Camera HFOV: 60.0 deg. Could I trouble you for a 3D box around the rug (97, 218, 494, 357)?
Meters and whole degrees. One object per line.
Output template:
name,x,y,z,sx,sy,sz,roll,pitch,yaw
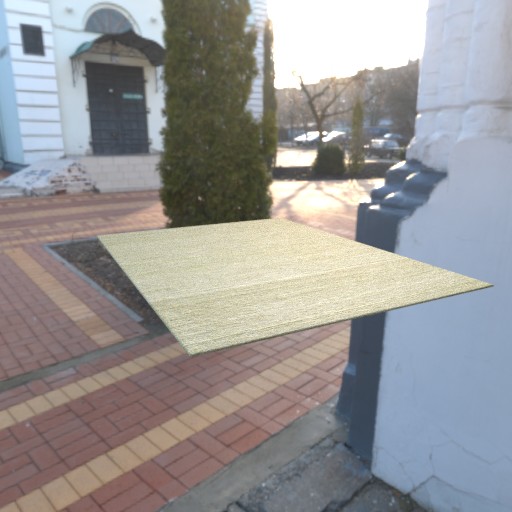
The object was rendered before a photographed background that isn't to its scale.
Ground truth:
rug,0.000,0.000,4.199,2.425,0.016,3.198,-8,17,-26
